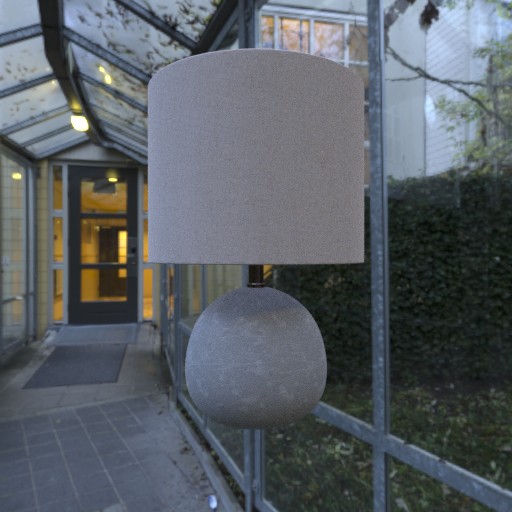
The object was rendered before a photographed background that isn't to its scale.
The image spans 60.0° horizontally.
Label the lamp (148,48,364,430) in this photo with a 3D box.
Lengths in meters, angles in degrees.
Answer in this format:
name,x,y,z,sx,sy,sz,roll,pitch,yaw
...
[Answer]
name,x,y,z,sx,sy,sz,roll,pitch,yaw
lamp,0.000,0.000,0.568,0.269,0.409,0.269,0,0,-17
